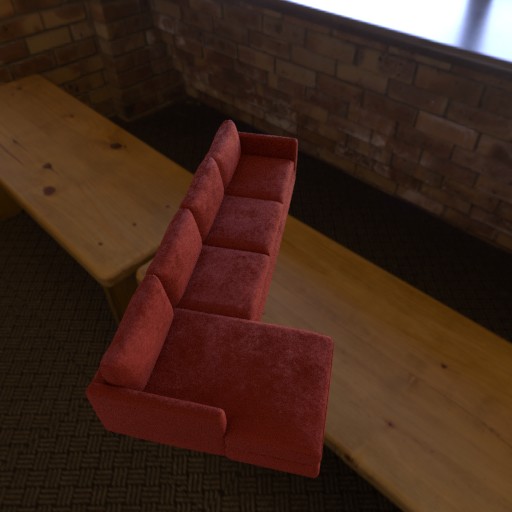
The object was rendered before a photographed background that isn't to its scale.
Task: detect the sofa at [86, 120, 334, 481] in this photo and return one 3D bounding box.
[{"bbox_3d":[0.000,0.000,2.924,1.136,0.663,2.467,8,46,8],"label":"sofa"}]
